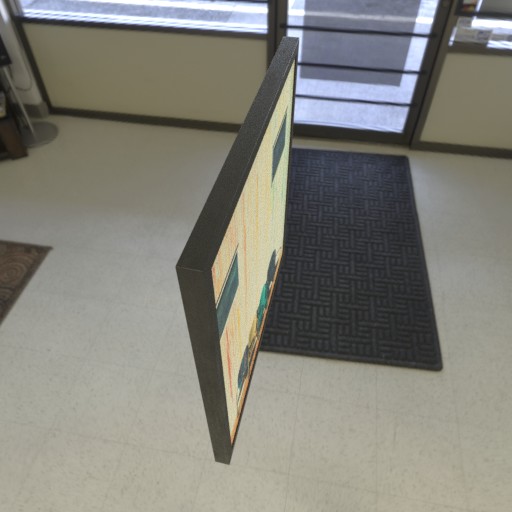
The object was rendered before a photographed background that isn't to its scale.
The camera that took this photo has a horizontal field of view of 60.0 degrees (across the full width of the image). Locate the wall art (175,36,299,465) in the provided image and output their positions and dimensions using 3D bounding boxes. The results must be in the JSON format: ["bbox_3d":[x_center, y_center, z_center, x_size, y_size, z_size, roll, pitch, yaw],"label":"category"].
[{"bbox_3d":[0.000,0.000,1.105,0.039,0.763,0.763,10,48,9],"label":"wall art"}]
